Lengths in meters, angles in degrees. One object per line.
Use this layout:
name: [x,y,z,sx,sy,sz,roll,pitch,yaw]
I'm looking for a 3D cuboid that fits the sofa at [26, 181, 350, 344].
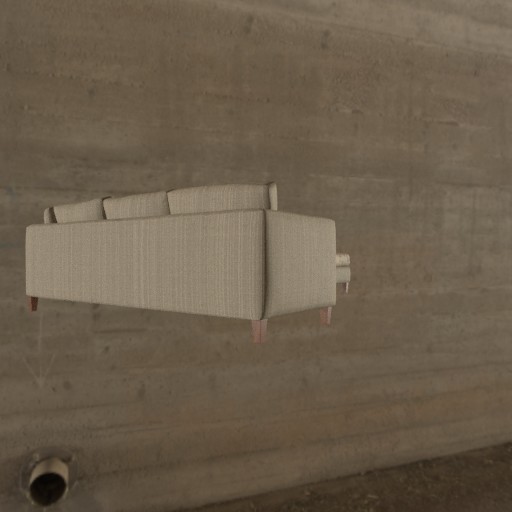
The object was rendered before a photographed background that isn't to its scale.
sofa: [0.000,0.000,4.552,2.594,0.961,3.460,0,0,35]
